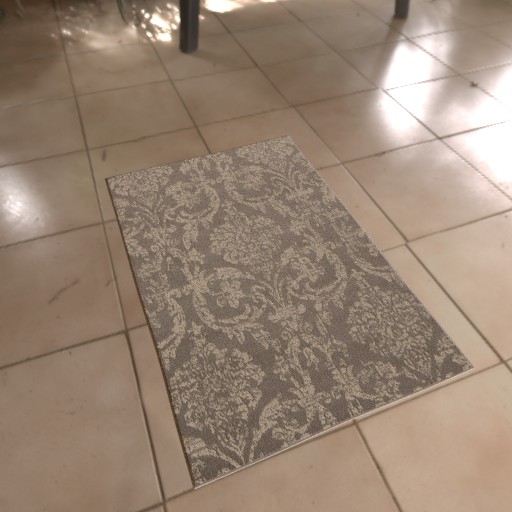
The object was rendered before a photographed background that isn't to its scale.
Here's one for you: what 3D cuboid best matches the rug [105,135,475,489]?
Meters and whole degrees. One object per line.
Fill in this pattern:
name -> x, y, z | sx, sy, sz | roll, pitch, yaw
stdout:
rug -> 0.000, 0.000, 2.235 | 1.206, 0.012, 1.824 | -17, 51, -14
